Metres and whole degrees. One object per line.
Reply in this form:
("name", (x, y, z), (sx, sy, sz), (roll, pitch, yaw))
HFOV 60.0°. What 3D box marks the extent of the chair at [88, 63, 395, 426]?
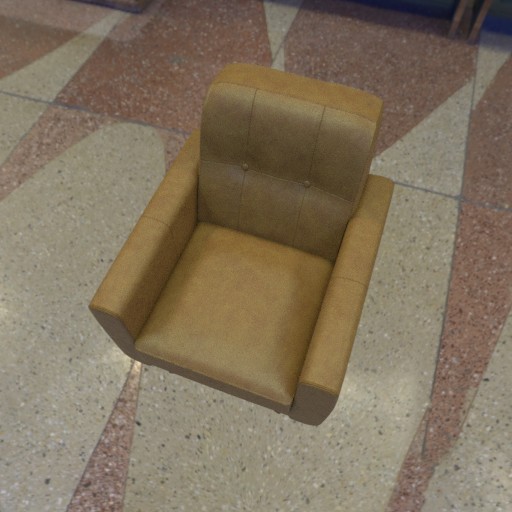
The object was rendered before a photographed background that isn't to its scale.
("chair", (0.000, 0.000, 1.674), (0.845, 0.968, 0.942), (17, 61, 10))
